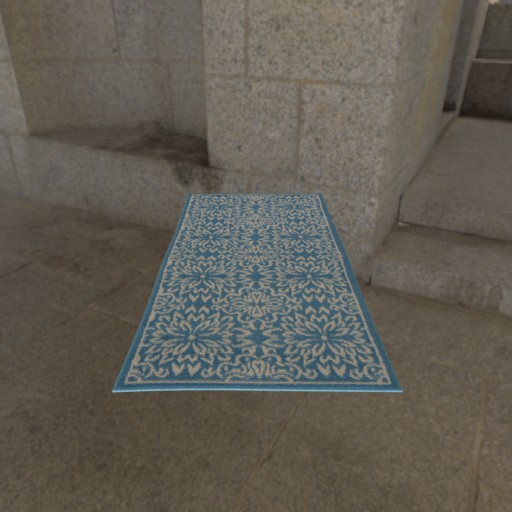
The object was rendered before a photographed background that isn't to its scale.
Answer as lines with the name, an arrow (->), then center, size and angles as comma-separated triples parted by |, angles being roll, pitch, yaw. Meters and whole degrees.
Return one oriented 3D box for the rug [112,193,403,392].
rug -> 0.000, 0.000, 1.458 | 0.604, 0.007, 1.219 | 0, 27, 0
